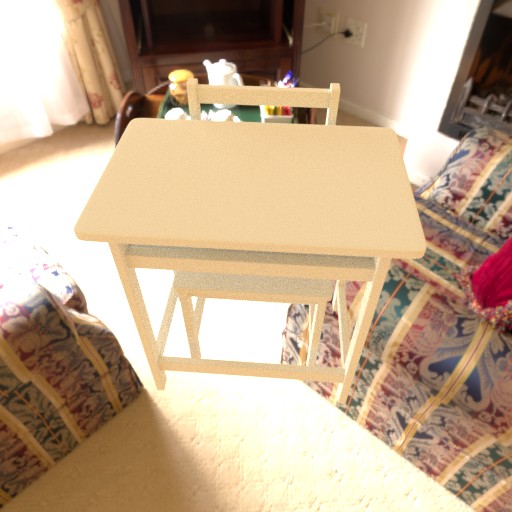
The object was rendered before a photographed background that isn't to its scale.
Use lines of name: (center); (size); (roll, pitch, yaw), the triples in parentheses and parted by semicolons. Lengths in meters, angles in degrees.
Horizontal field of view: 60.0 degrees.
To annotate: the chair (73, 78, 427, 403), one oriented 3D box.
chair: (0.000, 0.000, 1.088); (0.599, 0.673, 0.461); (3, 46, 3)
